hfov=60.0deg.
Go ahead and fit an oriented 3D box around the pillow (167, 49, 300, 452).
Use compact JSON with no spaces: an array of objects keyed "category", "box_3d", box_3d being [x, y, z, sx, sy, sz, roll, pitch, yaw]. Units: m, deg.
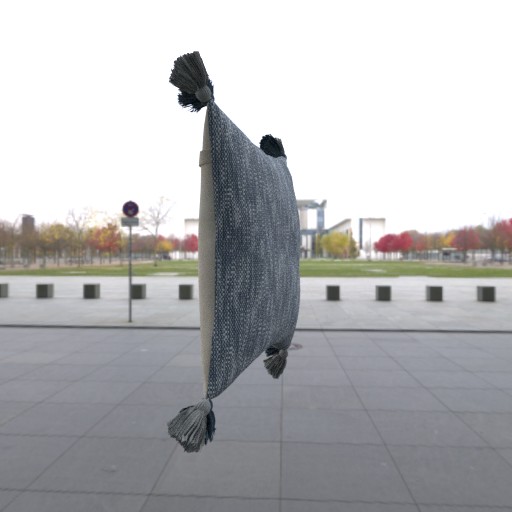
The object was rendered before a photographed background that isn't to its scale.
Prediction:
[{"category":"pillow","box_3d":[0.000,0.000,0.909,0.138,0.634,0.614,0,0,19]}]
